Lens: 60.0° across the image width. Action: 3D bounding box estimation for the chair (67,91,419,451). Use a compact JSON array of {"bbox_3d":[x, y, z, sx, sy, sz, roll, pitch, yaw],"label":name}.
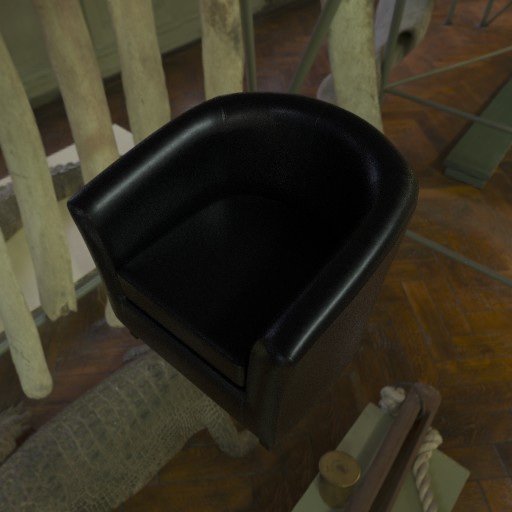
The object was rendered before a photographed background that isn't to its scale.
[{"bbox_3d":[0.000,0.000,1.395,0.793,0.756,0.727,31,54,26],"label":"chair"}]
